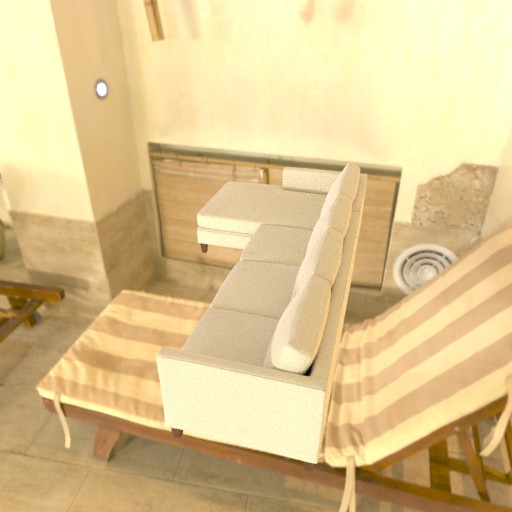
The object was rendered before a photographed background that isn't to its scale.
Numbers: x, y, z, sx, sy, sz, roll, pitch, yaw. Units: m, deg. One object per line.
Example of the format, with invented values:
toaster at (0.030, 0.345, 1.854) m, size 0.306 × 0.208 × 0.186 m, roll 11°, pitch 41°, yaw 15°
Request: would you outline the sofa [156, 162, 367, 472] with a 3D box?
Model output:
sofa at (0.000, 0.000, 3.793) m, size 1.625 × 0.846 × 3.186 m, roll 8°, pitch 32°, yaw 14°
